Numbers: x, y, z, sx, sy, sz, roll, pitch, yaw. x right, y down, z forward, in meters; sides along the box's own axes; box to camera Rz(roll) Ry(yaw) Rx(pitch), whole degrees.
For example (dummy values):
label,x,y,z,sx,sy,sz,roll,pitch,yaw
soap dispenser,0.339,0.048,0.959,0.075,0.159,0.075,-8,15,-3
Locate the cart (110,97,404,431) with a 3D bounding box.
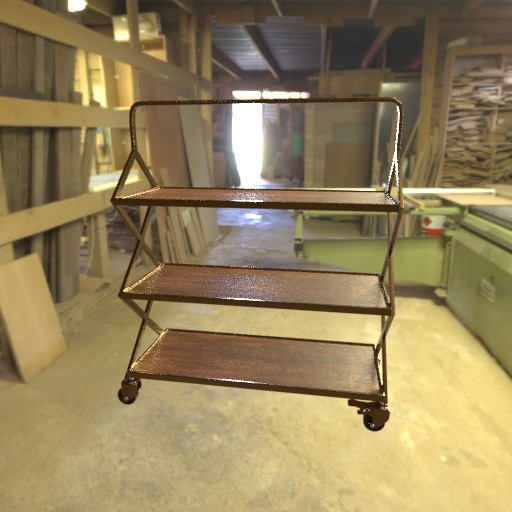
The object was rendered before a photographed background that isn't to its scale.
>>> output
label,x,y,z,sx,sy,sz,roll,pitch,yaw
cart,0.000,0.000,1.204,0.723,0.805,0.313,3,15,10
